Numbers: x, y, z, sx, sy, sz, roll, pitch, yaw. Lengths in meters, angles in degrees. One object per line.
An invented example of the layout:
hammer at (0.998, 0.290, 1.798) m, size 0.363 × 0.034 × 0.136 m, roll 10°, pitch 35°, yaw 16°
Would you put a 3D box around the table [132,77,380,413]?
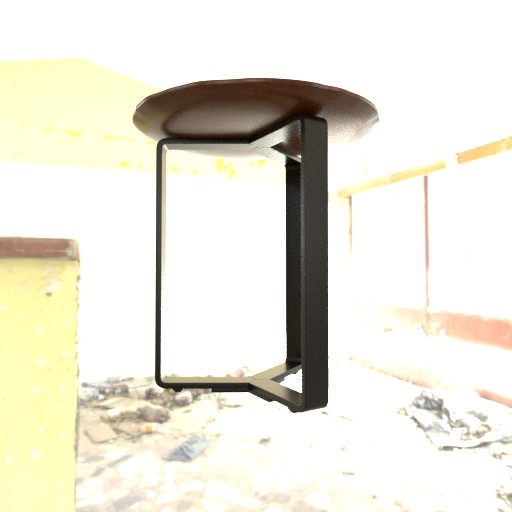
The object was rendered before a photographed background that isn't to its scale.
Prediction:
table at (0.000, 0.000, 0.754) m, size 0.410 × 0.450 × 0.380 m, roll 0°, pitch -1°, yaw 0°
